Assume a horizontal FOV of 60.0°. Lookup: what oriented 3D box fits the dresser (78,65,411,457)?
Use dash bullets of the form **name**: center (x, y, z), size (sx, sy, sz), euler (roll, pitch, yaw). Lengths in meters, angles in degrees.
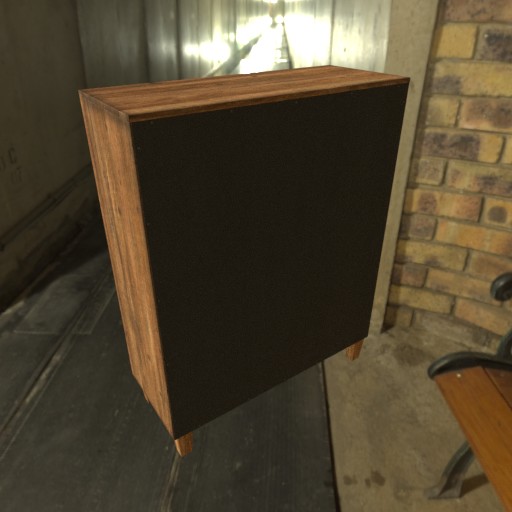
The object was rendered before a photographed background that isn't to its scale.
- **dresser**: center (0.000, 0.000, 1.848), size (1.067, 1.359, 0.438), euler (-19, 35, -29)
